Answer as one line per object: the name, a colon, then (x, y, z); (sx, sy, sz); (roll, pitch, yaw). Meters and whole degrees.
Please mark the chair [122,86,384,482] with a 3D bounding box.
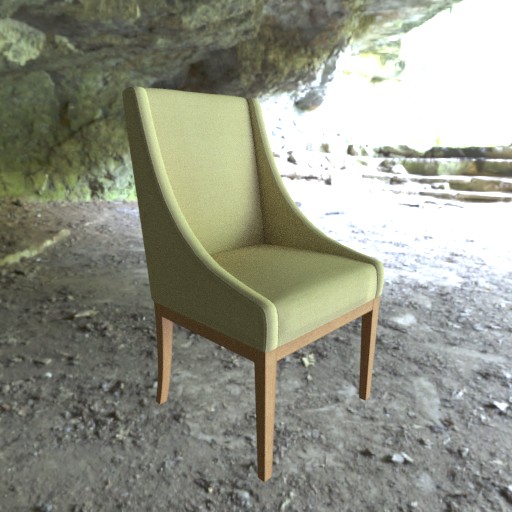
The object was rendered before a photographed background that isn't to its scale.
chair: (0.000, 0.000, 1.417); (0.611, 1.021, 0.575); (13, 19, 41)
